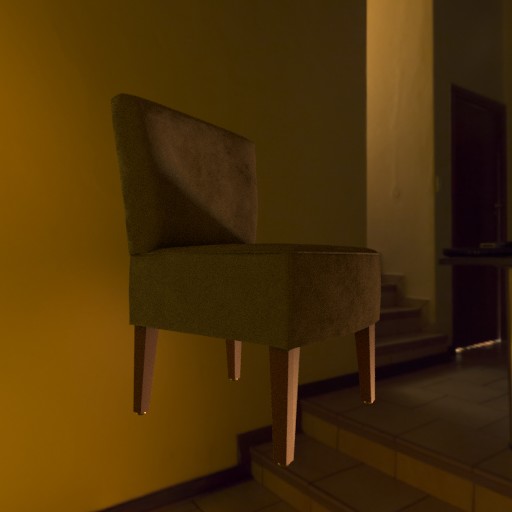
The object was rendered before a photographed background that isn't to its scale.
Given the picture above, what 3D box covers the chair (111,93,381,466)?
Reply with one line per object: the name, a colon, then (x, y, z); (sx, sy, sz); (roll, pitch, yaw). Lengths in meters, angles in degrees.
chair: (0.000, 0.000, 1.158); (0.554, 0.806, 0.521); (0, 0, 35)
